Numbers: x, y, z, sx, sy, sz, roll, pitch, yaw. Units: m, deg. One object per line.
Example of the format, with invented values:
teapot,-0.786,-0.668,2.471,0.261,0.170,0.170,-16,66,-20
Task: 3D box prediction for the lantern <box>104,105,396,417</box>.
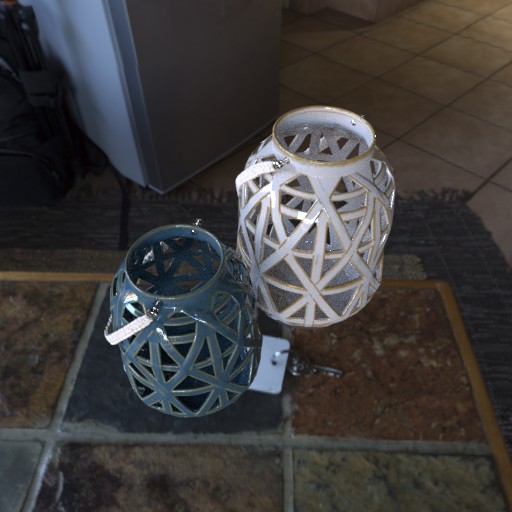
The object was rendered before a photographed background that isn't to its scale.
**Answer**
lantern,0.000,0.000,0.608,0.439,0.307,0.245,-34,56,-27
